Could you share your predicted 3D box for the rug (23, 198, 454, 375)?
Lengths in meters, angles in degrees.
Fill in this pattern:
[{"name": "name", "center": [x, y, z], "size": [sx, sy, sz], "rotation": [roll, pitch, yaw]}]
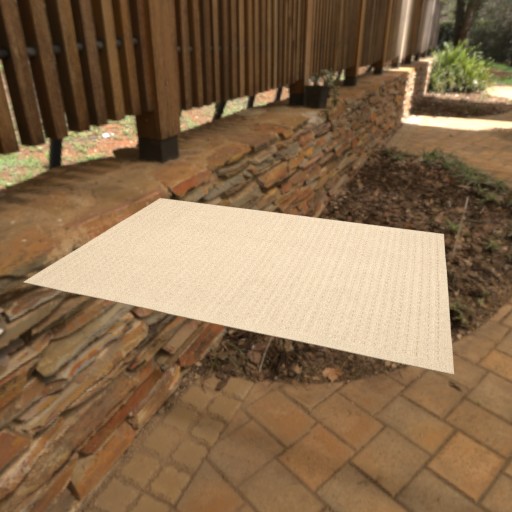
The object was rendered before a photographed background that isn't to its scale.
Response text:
[{"name": "rug", "center": [0.000, 0.000, 2.832], "size": [2.289, 0.006, 1.523], "rotation": [9, 28, 17]}]
